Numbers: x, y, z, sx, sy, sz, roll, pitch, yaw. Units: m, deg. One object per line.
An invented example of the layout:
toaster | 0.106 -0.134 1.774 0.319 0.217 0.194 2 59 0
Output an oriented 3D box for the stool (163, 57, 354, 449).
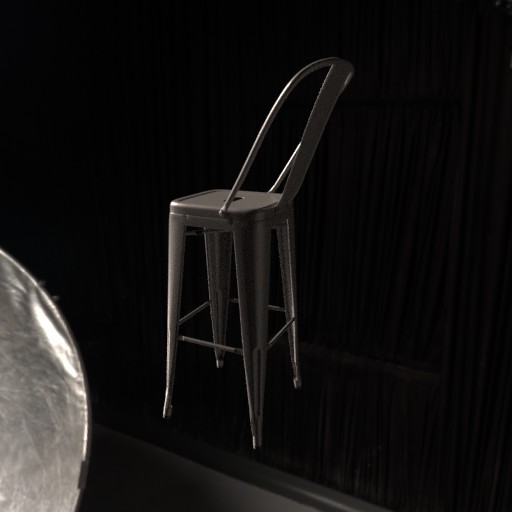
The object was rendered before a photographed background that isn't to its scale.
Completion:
stool | 0.000 0.000 1.375 0.513 1.096 0.399 8 19 24
